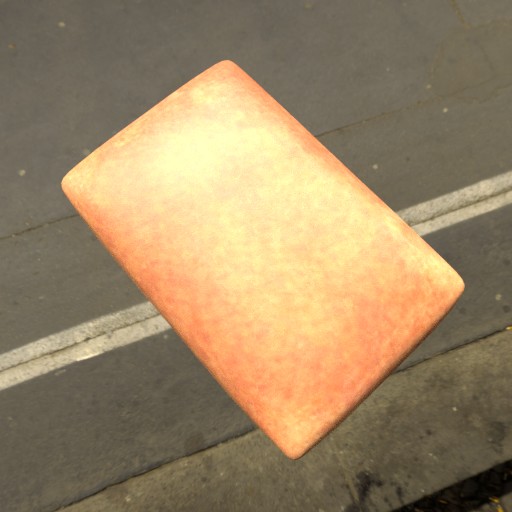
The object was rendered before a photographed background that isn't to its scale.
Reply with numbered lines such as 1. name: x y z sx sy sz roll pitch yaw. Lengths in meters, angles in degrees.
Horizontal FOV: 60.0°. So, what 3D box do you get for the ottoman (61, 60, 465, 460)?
1. ottoman: 0.000 0.000 1.189 0.565 0.507 0.852 -41 78 -11
